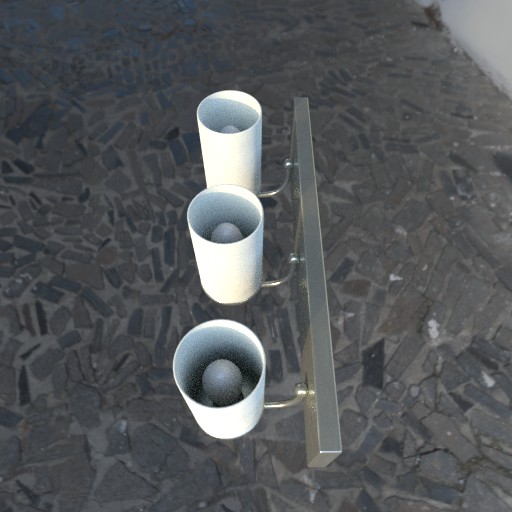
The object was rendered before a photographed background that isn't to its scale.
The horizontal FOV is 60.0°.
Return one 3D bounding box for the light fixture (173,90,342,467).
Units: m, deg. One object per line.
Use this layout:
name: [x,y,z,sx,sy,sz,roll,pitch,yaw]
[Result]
light fixture: [0.000,0.000,0.534,0.145,0.172,0.451,0,59,0]
